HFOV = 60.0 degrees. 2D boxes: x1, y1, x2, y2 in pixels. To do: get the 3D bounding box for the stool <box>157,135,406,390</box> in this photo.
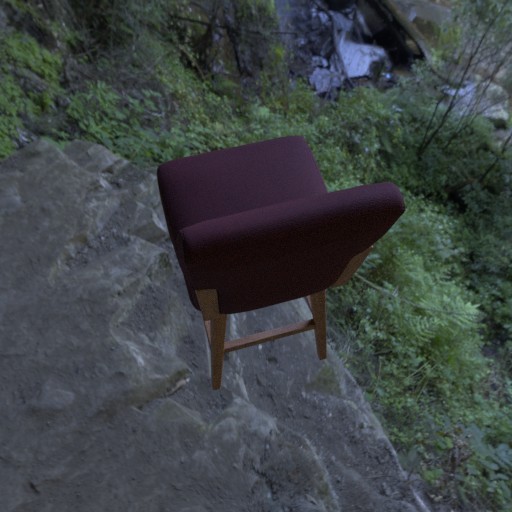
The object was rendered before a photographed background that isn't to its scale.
[{"bbox_3d":[0.000,0.000,1.340,0.468,1.093,0.562,-14,60,-8],"label":"stool"}]
